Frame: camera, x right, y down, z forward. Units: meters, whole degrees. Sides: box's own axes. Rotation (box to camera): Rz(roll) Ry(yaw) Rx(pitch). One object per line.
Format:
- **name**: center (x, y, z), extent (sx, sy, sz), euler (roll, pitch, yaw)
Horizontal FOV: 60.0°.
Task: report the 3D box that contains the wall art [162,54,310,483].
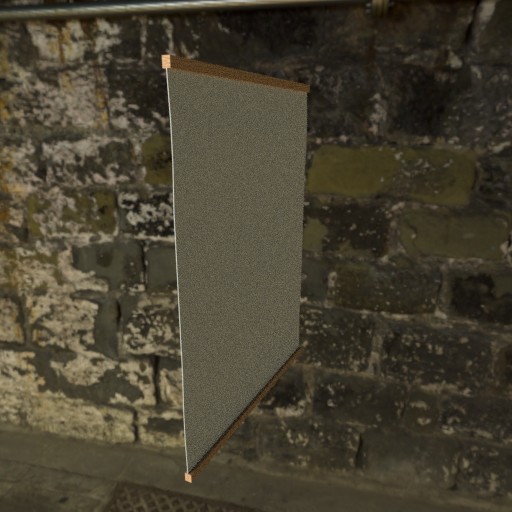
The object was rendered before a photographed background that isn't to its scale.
- **wall art**: center (0.000, 0.000, 0.794), extent (0.011, 0.605, 0.458), euler (8, 18, 26)
